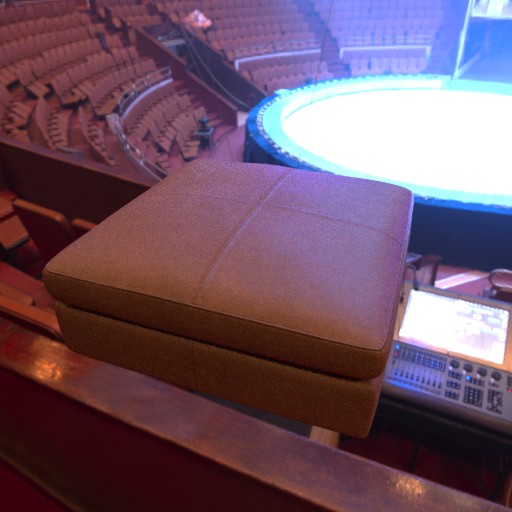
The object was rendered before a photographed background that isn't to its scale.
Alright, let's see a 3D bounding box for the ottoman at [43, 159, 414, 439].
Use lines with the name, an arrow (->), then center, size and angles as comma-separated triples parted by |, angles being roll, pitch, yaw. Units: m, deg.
ottoman -> 0.000, 0.000, 1.841 | 1.168, 0.490, 1.168 | 11, 34, 17
